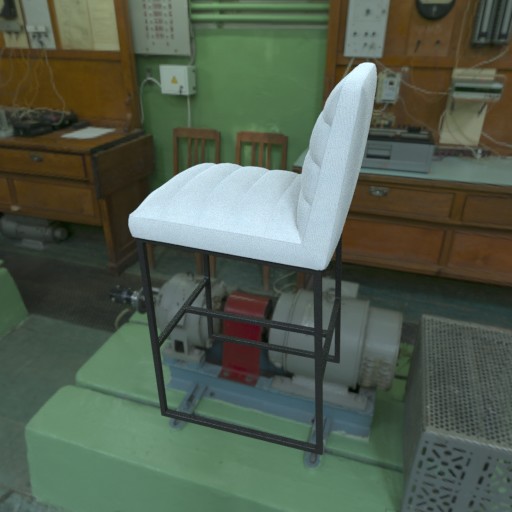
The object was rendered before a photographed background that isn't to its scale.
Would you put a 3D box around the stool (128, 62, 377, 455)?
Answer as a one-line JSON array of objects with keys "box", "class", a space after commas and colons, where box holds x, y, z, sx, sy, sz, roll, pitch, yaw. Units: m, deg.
[{"box": [0.000, 0.000, 1.340, 0.573, 1.061, 0.464, 8, 29, 14], "class": "stool"}]
